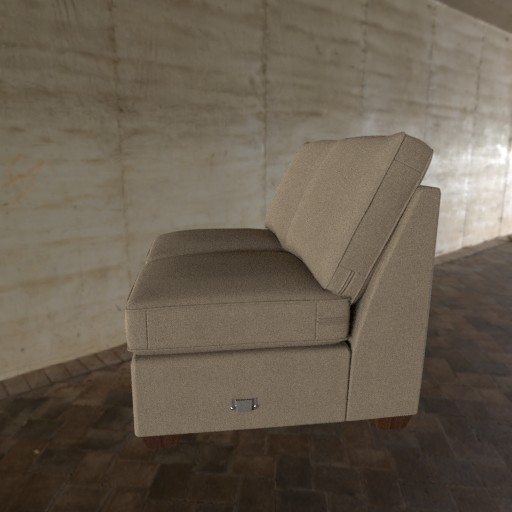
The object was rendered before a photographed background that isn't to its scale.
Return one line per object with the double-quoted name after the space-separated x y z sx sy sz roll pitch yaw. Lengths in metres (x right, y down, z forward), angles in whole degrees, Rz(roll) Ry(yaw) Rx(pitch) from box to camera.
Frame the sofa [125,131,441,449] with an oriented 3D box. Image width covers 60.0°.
0.000 0.000 1.942 0.978 1.006 1.232 -2 13 -8 "sofa"
